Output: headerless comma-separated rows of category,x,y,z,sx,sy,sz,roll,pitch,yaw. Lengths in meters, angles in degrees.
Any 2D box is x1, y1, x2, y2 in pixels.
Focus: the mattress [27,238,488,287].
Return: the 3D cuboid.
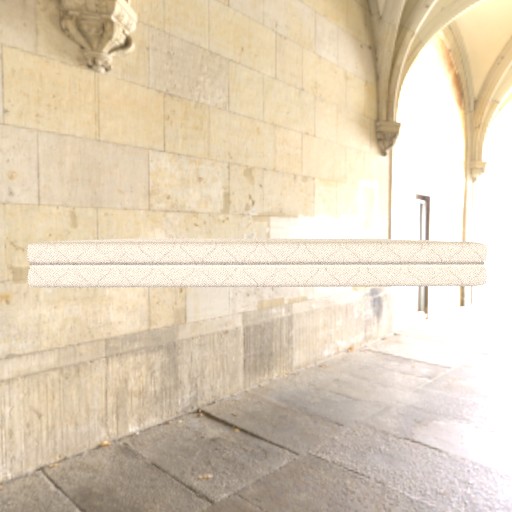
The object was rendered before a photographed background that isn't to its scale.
mattress,0.000,0.000,2.714,2.000,0.200,1.600,0,3,-1
